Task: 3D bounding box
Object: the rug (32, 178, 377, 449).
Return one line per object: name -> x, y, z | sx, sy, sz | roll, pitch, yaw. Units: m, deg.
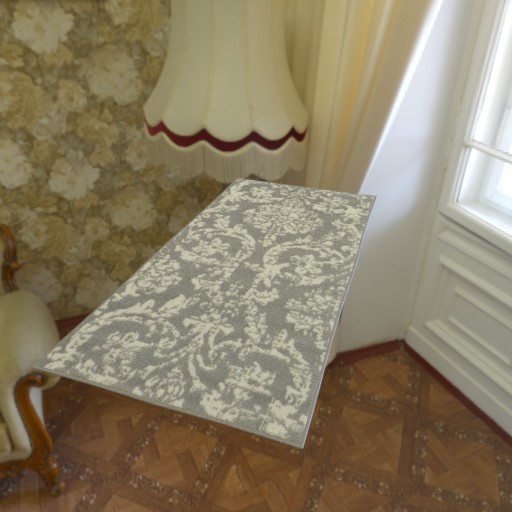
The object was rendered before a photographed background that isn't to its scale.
rug -> 0.000, 0.000, 1.369 | 0.604, 0.007, 1.219 | 10, 32, 17
